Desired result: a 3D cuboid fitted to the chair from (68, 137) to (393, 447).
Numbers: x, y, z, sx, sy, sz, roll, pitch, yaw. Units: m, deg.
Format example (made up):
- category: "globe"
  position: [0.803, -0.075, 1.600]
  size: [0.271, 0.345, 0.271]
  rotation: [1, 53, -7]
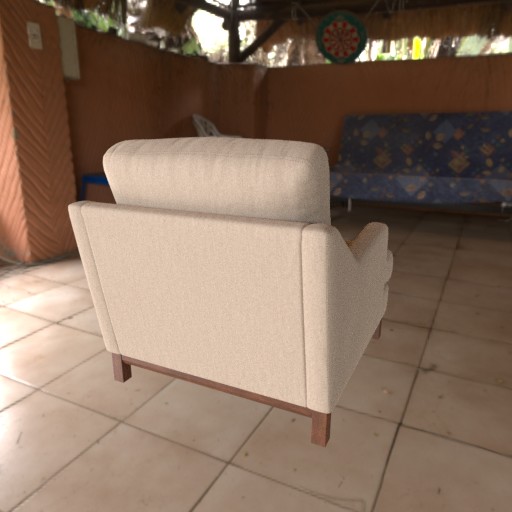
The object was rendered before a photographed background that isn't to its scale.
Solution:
- category: "chair"
  position: [0.000, 0.000, 1.741]
  size: [0.912, 0.916, 1.001]
  rotation: [8, 18, 25]
